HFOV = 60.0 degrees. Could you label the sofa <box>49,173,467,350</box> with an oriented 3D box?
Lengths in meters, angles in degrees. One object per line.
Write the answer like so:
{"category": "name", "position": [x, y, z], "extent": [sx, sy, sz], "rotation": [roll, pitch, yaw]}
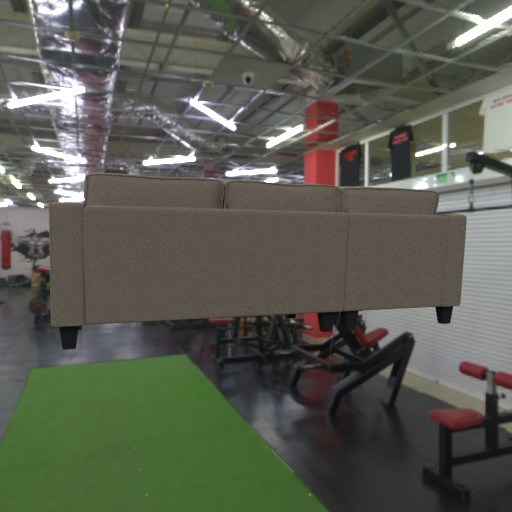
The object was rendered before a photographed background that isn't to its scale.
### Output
{"category": "sofa", "position": [0.000, 0.000, 3.169], "extent": [2.561, 0.928, 1.294], "rotation": [0, 1, -19]}
